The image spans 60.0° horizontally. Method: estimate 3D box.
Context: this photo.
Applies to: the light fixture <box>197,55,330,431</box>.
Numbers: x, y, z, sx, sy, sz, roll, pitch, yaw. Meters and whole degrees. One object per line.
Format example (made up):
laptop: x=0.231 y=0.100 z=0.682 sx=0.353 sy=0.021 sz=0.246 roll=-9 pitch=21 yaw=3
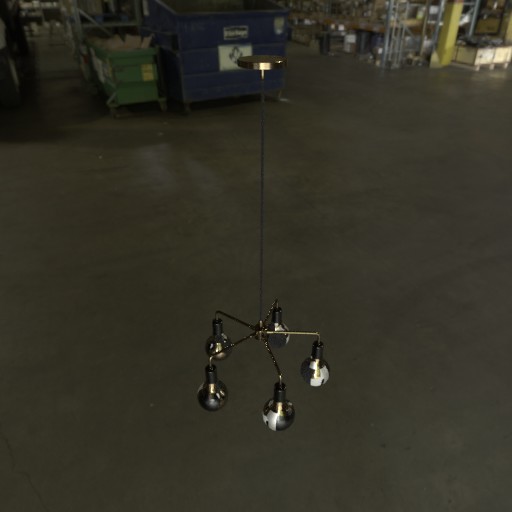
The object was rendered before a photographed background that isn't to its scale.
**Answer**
light fixture: x=0.000 y=0.000 z=1.207 sx=0.421 sy=0.988 sz=0.438 roll=-20 pitch=37 yaw=-29
